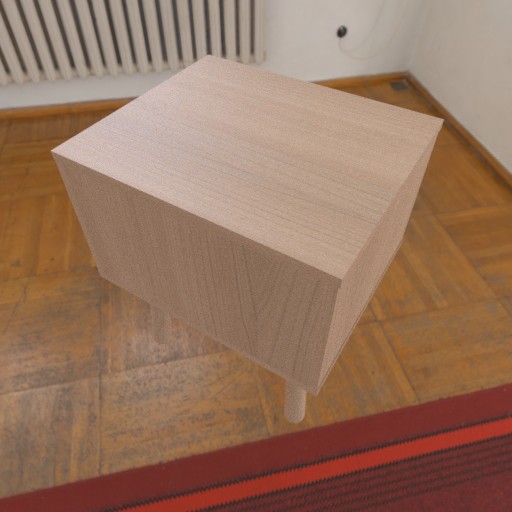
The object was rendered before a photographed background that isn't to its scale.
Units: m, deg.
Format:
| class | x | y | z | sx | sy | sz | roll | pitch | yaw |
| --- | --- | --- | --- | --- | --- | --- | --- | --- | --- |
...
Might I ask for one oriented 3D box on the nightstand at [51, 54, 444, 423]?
| class | x | y | z | sx | sy | sz | roll | pitch | yaw |
| --- | --- | --- | --- | --- | --- | --- | --- | --- | --- |
| nightstand | 0.000 | 0.000 | 0.852 | 0.450 | 0.530 | 0.380 | 24 | 52 | 21 |
